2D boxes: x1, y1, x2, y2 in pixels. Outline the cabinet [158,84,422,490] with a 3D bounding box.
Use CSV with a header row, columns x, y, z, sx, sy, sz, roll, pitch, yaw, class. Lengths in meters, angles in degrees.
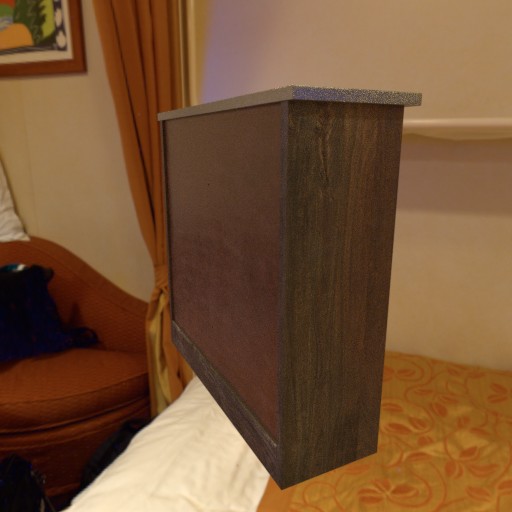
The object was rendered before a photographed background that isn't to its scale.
x,y,z,sx,sy,sz,roll,pitch,yaw,class
0.000,0.000,1.430,0.338,0.919,0.968,-7,16,-26,cabinet
